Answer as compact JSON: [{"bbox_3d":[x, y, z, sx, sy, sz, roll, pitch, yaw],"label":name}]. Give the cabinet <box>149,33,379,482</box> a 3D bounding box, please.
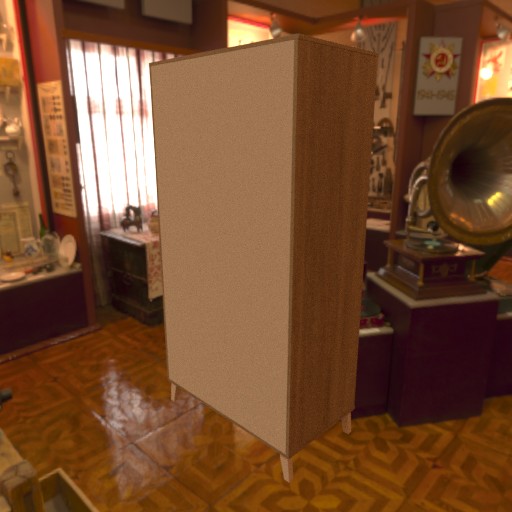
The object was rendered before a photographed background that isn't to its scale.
[{"bbox_3d":[0.000,0.000,2.426,1.006,1.999,0.571,15,21,43],"label":"cabinet"}]
